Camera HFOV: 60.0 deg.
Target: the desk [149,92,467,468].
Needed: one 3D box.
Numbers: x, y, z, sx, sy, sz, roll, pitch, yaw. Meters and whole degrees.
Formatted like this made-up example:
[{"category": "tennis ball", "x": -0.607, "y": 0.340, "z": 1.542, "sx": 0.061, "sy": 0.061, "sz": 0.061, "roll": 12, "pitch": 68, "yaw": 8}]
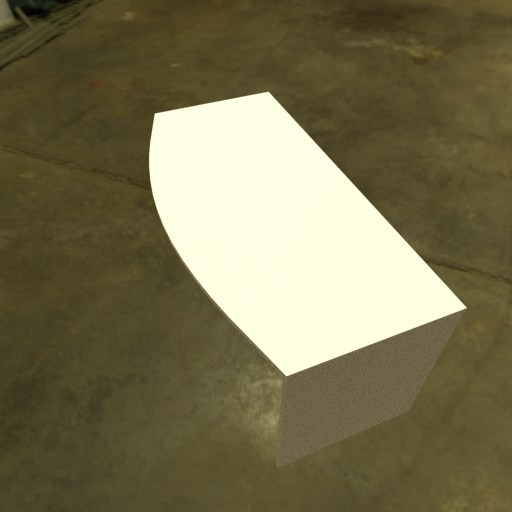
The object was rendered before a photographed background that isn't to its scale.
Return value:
[{"category": "desk", "x": 0.000, "y": 0.000, "z": 2.094, "sx": 0.802, "sy": 0.750, "sz": 1.600, "roll": -16, "pitch": 48, "yaw": -15}]
